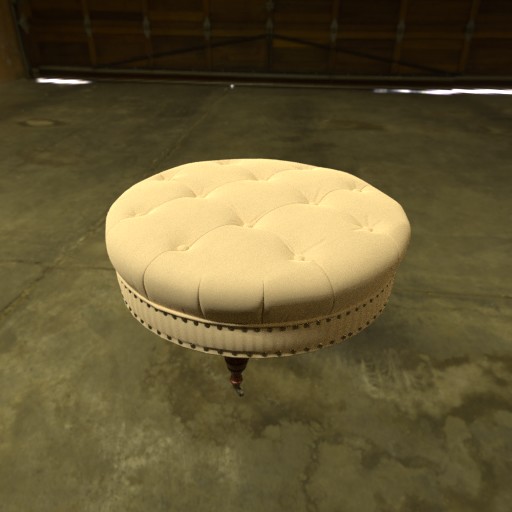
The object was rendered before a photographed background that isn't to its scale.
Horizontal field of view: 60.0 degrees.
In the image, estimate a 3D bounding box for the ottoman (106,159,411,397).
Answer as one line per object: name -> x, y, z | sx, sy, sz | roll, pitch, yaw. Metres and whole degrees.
ottoman -> 0.000, 0.000, 1.414 | 0.901, 0.439, 0.901 | 0, 30, 0
